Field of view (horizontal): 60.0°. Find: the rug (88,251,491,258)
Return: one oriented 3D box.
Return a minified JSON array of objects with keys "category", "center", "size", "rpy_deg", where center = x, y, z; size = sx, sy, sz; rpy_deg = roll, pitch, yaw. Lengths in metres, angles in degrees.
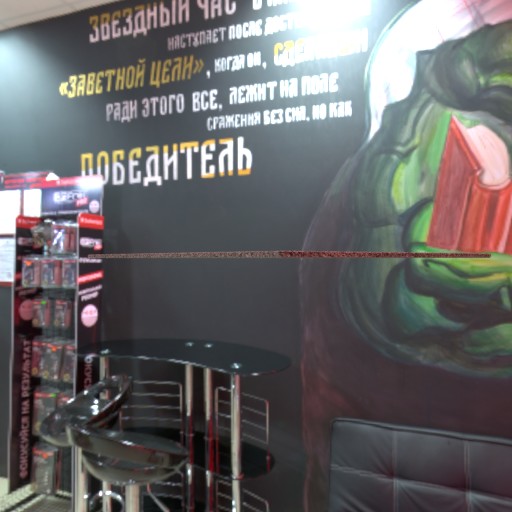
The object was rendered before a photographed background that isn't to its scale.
[{"category":"rug","center":[0.000,0.000,3.438],"size":[1.778,0.030,2.743],"rpy_deg":[0,0,-37]}]
